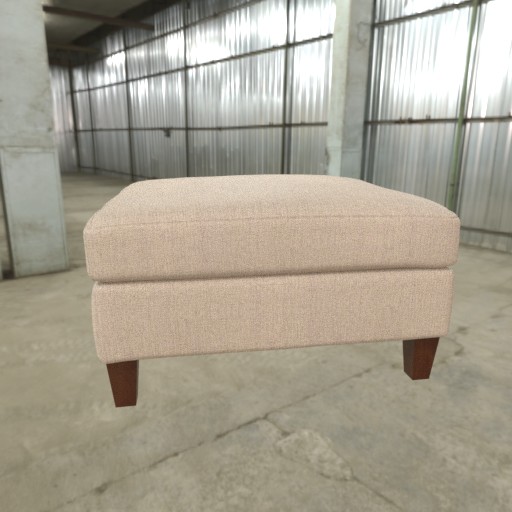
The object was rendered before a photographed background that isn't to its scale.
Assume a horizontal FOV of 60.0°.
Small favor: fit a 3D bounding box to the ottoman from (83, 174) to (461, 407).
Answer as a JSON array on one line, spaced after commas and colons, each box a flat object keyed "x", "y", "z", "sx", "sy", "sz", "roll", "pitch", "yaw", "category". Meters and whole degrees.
[{"x": 0.000, "y": 0.000, "z": 1.360, "sx": 0.838, "sy": 0.481, "sz": 0.838, "roll": -2, "pitch": 15, "yaw": -9, "category": "ottoman"}]
